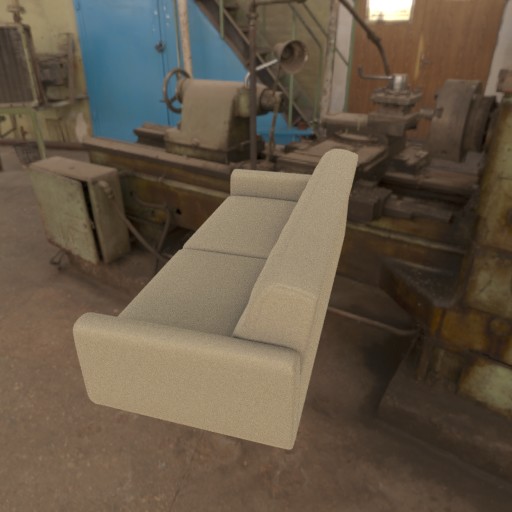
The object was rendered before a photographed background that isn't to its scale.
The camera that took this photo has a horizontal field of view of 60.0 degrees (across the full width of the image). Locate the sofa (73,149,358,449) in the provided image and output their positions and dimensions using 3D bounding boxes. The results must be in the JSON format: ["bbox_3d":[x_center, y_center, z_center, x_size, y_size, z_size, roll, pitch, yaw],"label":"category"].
[{"bbox_3d":[0.000,0.000,2.641,0.980,0.892,2.137,8,30,14],"label":"sofa"}]
